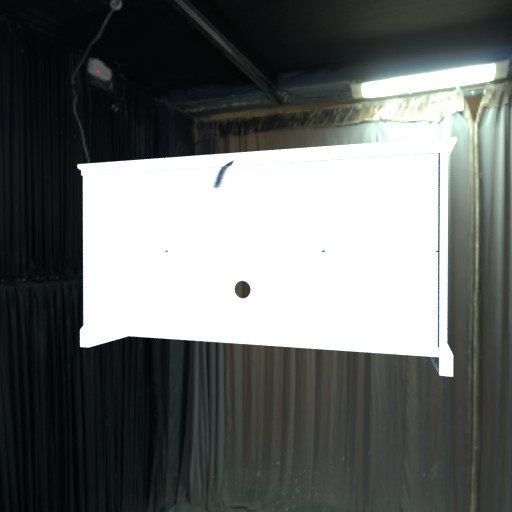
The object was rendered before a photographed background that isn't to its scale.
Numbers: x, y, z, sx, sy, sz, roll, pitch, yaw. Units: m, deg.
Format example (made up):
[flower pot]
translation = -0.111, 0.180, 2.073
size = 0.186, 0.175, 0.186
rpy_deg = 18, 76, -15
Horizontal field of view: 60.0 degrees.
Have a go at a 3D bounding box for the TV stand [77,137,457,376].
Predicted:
[TV stand]
translation = 0.000, 0.000, 1.470
size = 1.187, 0.624, 0.424
rpy_deg = 0, 1, 18
